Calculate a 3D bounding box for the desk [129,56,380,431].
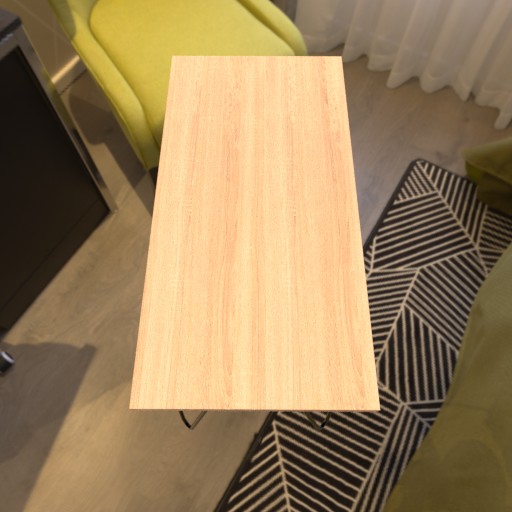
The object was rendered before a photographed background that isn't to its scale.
[{"bbox_3d":[0.000,0.000,1.391,0.499,0.660,0.991,0,64,0],"label":"desk"}]
